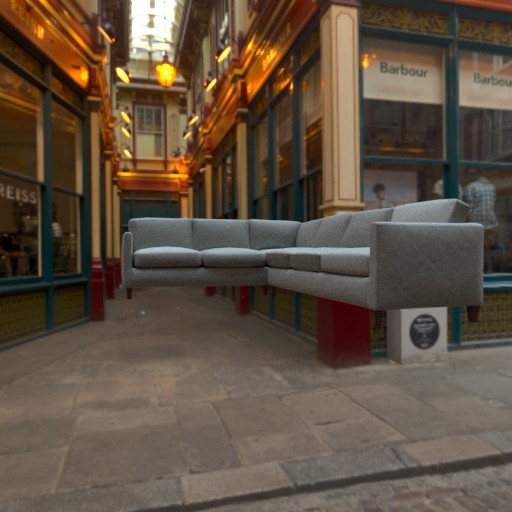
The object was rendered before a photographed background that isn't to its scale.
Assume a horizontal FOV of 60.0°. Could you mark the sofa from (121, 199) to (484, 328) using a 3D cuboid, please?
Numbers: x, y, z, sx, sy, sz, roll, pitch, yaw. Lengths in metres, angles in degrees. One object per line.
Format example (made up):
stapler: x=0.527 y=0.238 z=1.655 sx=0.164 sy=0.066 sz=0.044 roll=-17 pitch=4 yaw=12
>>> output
sofa: x=0.000 y=0.000 z=4.423 sx=2.592 sy=0.947 sz=3.301 roll=0 pitch=1 yaw=-16
